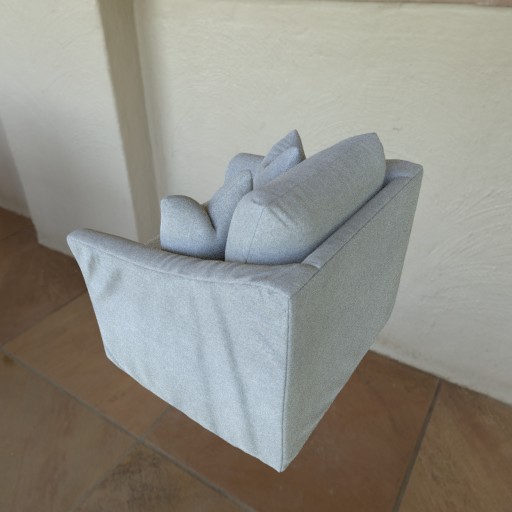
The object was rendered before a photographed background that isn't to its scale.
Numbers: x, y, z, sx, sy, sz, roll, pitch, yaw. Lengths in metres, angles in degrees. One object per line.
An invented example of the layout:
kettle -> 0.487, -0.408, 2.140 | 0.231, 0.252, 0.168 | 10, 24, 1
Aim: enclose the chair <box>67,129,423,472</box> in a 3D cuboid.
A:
chair -> 0.000, 0.000, 2.043 | 1.071, 1.059, 1.194 | 21, 38, 29
